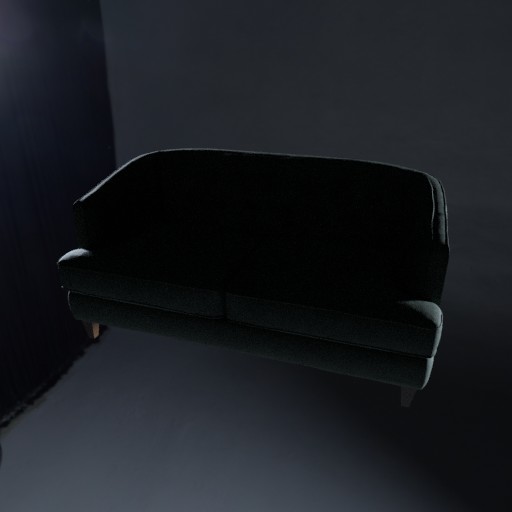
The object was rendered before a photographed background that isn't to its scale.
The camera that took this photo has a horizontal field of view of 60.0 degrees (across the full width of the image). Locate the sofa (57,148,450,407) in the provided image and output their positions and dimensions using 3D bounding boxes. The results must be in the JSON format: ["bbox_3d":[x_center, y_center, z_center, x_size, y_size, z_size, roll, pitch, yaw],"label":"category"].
[{"bbox_3d":[0.000,0.000,2.247,1.733,0.855,0.941,8,27,16],"label":"sofa"}]
